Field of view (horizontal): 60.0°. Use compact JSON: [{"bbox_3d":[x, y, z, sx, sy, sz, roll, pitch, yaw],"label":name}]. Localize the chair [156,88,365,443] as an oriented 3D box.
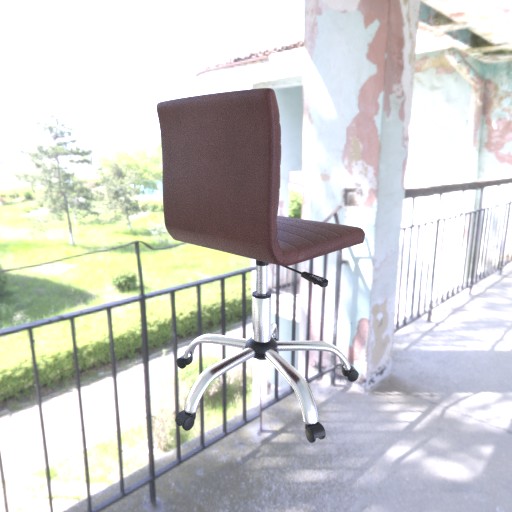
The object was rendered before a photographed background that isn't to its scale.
[{"bbox_3d":[0.000,0.000,1.165,0.530,0.780,0.556,-13,19,-43],"label":"chair"}]
